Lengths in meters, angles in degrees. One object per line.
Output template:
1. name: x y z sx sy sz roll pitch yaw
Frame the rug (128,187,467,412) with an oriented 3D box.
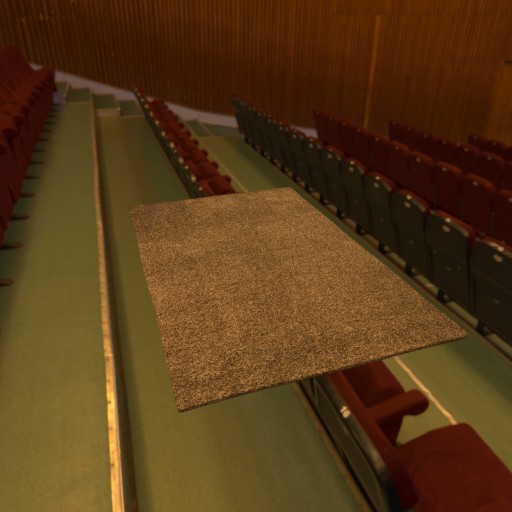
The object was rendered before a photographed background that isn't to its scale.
1. rug: 0.000 0.000 3.030 1.501 0.025 2.352 -9 30 -17
